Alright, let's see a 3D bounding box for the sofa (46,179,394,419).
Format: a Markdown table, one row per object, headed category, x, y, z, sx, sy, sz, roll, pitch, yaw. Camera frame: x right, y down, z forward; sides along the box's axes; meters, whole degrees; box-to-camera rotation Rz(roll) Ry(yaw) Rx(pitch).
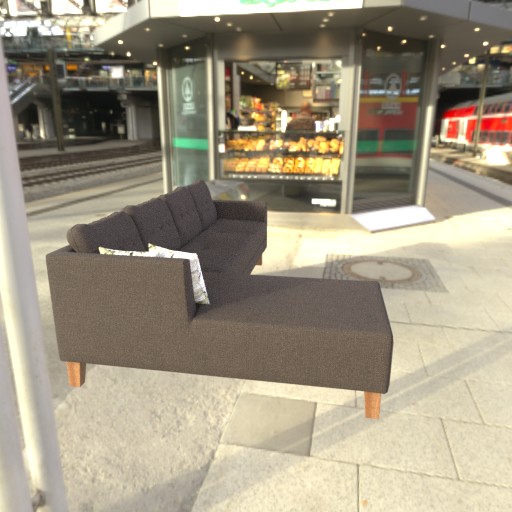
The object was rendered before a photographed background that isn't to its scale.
| category | x | y | z | sx | sy | sz | roll | pitch | yaw |
| --- | --- | --- | --- | --- | --- | --- | --- | --- | --- |
| sofa | 0.000 | 0.000 | 3.531 | 1.829 | 0.932 | 2.679 | 3 | 16 | 10 |
